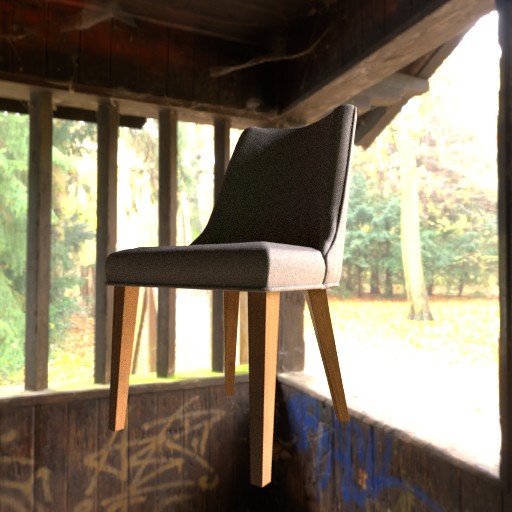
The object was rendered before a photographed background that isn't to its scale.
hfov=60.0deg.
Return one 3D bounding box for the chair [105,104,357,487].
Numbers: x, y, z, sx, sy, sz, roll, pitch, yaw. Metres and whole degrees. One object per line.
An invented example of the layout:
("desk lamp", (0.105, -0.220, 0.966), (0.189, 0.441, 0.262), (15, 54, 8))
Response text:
("chair", (0.000, 0.000, 1.268), (0.548, 0.916, 0.636), (-1, -2, 37))
